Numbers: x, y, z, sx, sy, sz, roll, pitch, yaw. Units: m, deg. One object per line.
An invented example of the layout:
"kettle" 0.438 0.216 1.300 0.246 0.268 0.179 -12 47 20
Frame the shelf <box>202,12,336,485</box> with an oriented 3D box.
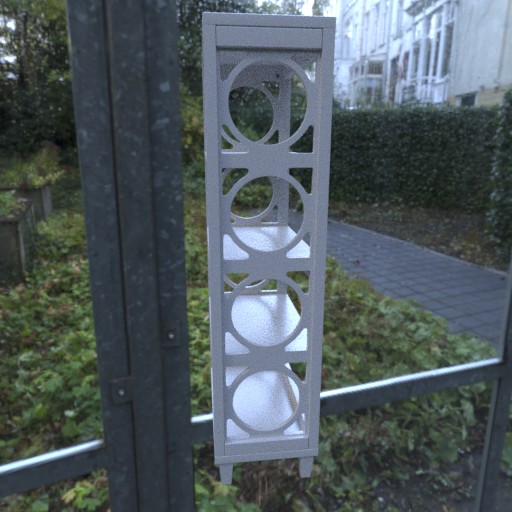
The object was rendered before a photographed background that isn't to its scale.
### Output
"shelf" 0.000 0.000 1.582 0.340 1.411 0.611 -2 15 -7
